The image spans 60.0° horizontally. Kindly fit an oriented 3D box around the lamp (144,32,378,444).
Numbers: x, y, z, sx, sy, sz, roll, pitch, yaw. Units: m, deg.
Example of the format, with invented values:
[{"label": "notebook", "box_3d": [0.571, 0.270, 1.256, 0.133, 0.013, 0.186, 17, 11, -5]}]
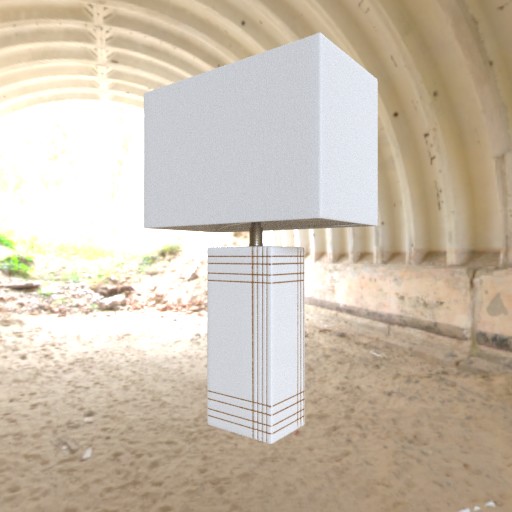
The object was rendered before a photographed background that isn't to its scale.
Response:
[{"label": "lamp", "box_3d": [0.000, 0.000, 0.709, 0.334, 0.543, 0.182, 0, 0, 37]}]
